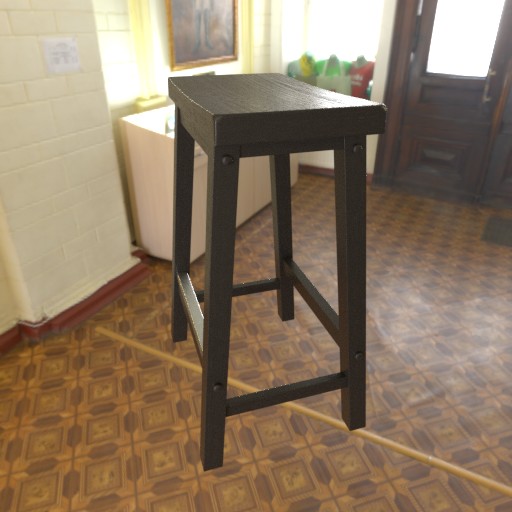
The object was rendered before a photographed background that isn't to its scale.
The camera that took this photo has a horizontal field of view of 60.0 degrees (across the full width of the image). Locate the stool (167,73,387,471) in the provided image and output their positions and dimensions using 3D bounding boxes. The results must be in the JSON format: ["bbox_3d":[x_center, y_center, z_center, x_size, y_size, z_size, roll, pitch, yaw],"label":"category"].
[{"bbox_3d":[0.000,0.000,0.852,0.322,0.610,0.406,-9,29,-15],"label":"stool"}]
